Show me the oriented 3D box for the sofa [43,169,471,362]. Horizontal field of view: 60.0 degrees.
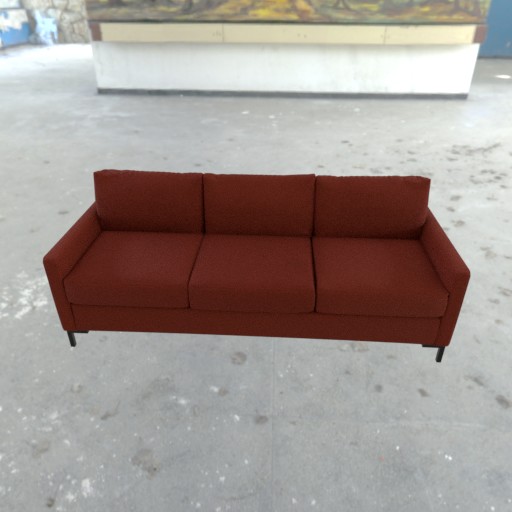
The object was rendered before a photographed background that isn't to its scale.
[{"bbox_3d":[0.000,0.000,2.719,2.252,0.879,0.875,2,31,3],"label":"sofa"}]
